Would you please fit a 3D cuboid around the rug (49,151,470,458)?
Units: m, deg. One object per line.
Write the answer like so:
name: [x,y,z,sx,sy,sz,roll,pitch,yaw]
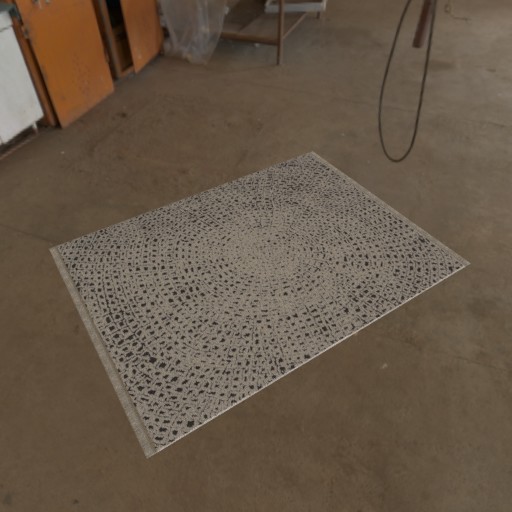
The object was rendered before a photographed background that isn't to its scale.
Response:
rug: [0.000,0.000,2.124,1.634,0.003,1.190,-25,50,-23]
